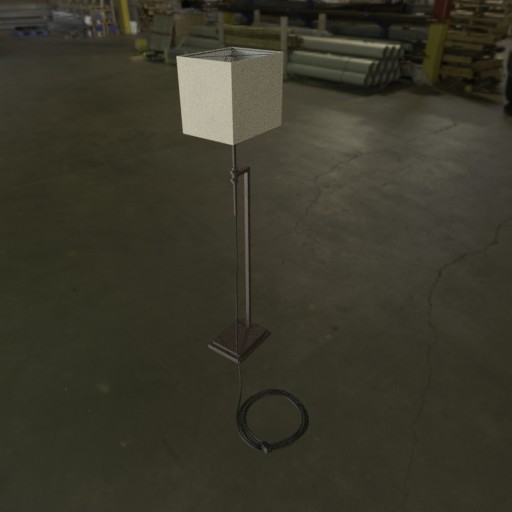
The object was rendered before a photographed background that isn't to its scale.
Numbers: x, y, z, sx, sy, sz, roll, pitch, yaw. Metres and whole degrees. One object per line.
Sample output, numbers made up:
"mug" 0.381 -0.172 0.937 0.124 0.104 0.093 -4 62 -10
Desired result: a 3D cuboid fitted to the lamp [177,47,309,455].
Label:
"lamp" 0.000 0.000 2.001 0.774 1.600 0.698 21 37 30
